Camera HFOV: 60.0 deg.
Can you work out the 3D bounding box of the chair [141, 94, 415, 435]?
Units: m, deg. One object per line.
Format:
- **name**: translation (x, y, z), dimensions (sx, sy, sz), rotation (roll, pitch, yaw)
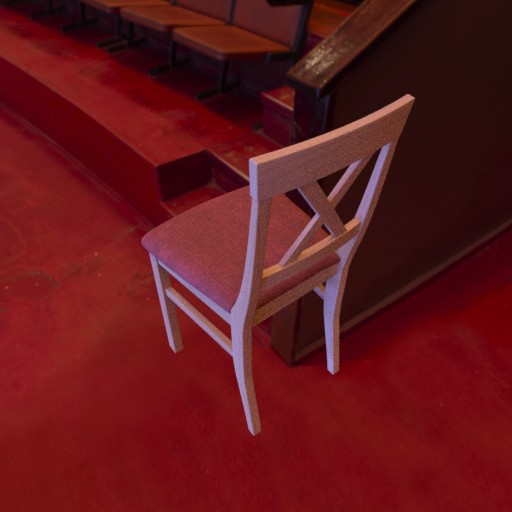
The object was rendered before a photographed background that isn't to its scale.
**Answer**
- **chair**: translation (0.000, 0.000, 1.165), dimensions (0.439, 0.912, 0.492), rotation (-28, 50, -27)
